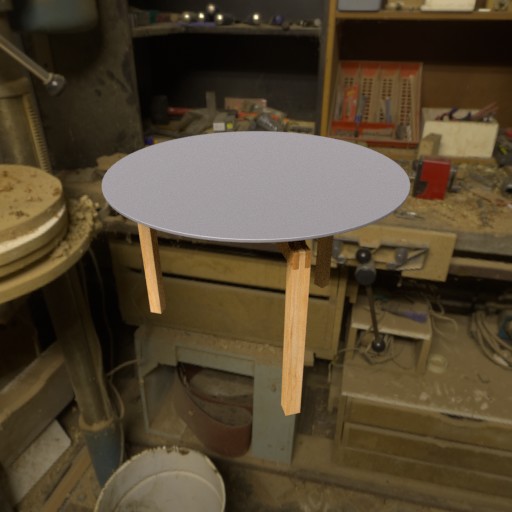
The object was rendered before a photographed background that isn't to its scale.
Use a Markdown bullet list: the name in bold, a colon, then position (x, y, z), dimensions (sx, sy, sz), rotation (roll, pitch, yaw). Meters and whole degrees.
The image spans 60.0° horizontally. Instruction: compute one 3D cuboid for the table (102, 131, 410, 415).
- **table**: position (0.000, 0.000, 1.001), dimensions (0.600, 0.405, 0.600), rotation (0, 30, 0)
